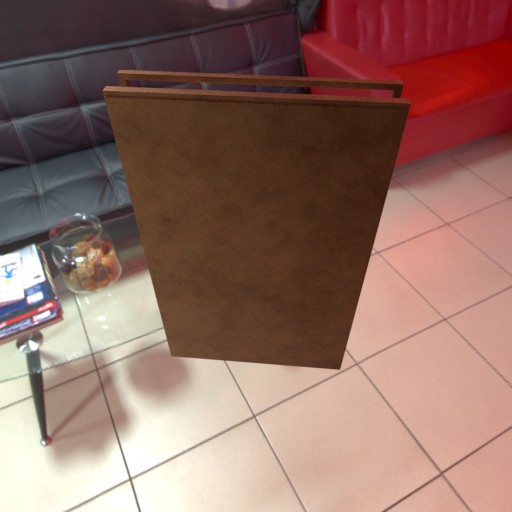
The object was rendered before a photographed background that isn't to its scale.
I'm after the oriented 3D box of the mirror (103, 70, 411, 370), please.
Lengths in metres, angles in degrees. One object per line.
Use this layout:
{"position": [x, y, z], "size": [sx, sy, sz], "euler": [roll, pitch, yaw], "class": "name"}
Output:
{"position": [0.000, 0.000, 0.970], "size": [0.468, 0.768, 0.082], "euler": [4, 46, 4], "class": "mirror"}
